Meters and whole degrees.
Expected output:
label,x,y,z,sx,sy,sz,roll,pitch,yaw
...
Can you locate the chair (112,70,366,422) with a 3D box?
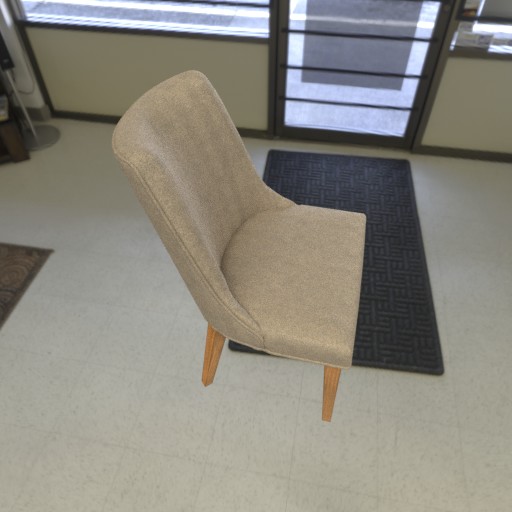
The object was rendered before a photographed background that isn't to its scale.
label,x,y,z,sx,sy,sz,roll,pitch,yaw
chair,0.000,0.000,1.329,0.636,0.916,0.548,10,48,9
